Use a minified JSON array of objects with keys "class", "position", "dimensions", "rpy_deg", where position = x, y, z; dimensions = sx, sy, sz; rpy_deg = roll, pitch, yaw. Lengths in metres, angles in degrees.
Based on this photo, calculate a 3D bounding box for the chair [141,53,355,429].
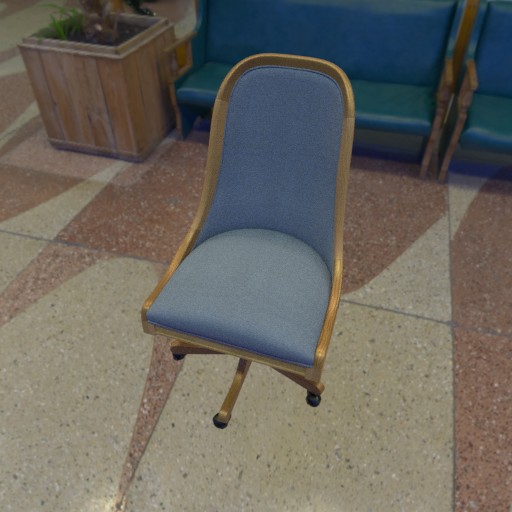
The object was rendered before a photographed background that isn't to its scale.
[{"class":"chair","position":[0.000,0.000,1.445],"dimensions":[0.605,1.031,0.735],"rpy_deg":[13,44,14]}]
